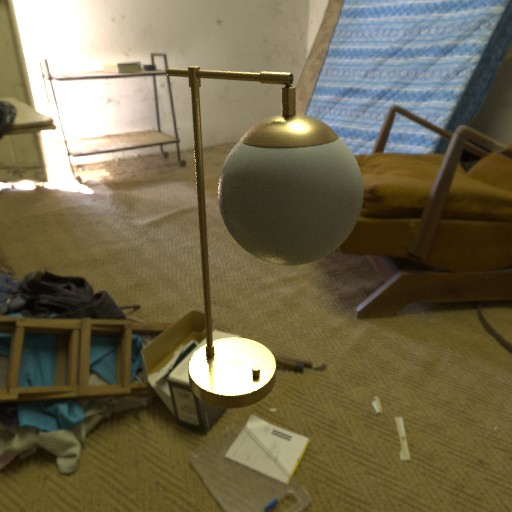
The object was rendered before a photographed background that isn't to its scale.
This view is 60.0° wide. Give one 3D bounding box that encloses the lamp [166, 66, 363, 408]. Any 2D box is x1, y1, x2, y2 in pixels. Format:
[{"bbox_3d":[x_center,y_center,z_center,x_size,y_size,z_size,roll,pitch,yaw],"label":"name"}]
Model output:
[{"bbox_3d":[0.000,0.000,0.719,0.324,0.559,0.207,17,31,30],"label":"lamp"}]
